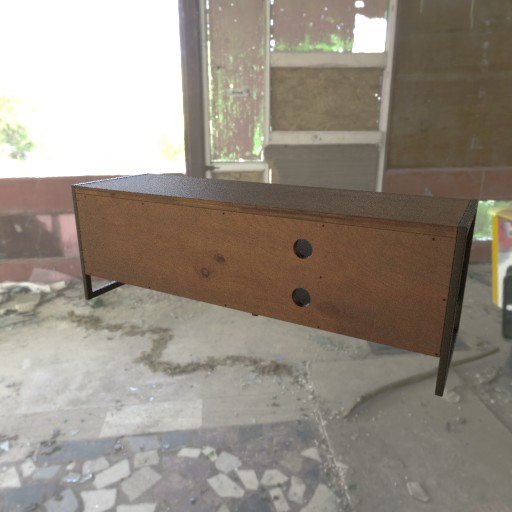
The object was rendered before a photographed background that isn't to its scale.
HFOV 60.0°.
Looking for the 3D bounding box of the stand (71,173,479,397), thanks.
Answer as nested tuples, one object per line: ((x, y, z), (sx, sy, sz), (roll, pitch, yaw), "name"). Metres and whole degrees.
((0.000, 0.000, 1.735), (1.480, 0.506, 0.454), (9, 20, 27), "stand")
